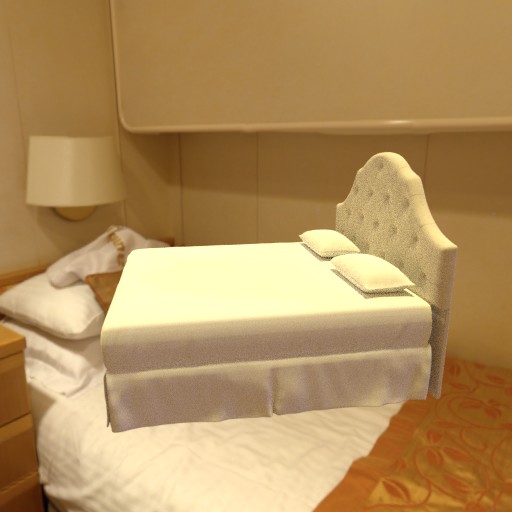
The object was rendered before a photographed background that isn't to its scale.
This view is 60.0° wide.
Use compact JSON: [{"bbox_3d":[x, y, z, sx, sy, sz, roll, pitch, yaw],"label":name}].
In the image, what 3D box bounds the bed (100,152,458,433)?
[{"bbox_3d":[0.000,0.000,3.568,2.214,1.615,2.008,-3,15,-10],"label":"bed"}]
